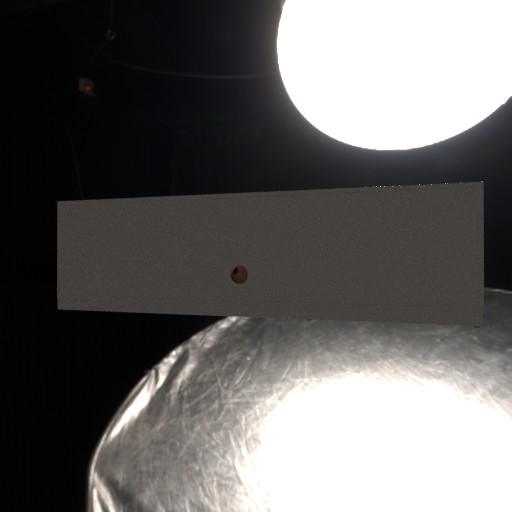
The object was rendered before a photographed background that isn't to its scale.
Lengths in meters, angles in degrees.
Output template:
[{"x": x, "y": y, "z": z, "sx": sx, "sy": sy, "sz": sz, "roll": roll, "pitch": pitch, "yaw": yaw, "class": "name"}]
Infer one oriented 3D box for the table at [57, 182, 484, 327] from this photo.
[{"x": 0.000, "y": 0.000, "z": 1.745, "sx": 1.550, "sy": 0.440, "sz": 0.400, "roll": 0, "pitch": 0, "yaw": 17, "class": "table"}]
